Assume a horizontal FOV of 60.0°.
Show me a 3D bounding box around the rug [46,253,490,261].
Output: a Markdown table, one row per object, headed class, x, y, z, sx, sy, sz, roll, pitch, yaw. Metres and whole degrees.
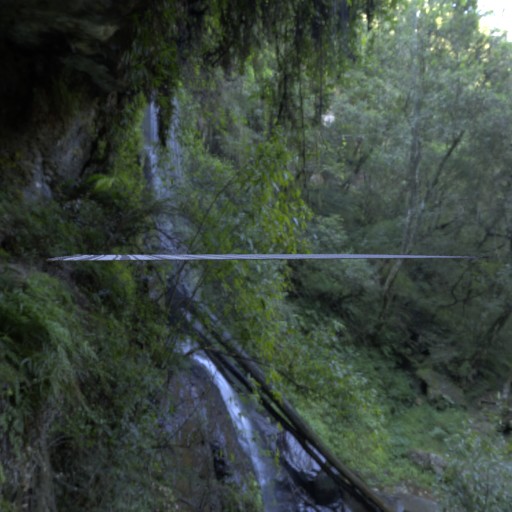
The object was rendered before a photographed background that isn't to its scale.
| class | x | y | z | sx | sy | sz | roll | pitch | yaw |
| --- | --- | --- | --- | --- | --- | --- | --- | --- | --- |
| rug | 0.000 | 0.000 | 3.794 | 3.040 | 0.017 | 2.030 | 0 | 1 | -17 |
